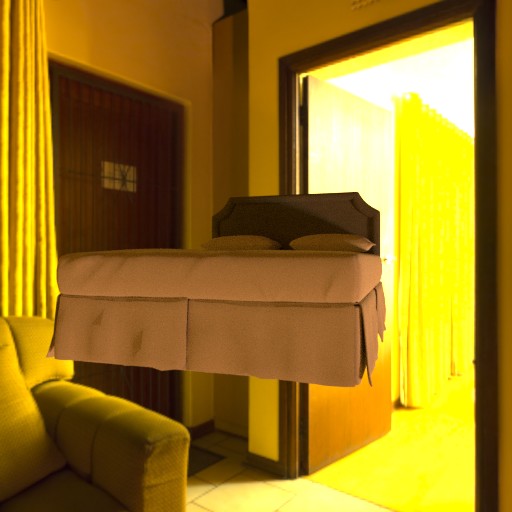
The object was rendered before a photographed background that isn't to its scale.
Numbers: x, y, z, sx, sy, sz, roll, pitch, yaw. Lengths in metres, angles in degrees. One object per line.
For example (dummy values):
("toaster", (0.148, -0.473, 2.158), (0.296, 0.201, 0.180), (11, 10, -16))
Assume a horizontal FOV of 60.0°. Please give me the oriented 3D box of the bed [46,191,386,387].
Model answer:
("bed", (0.000, 0.000, 3.574), (1.977, 1.306, 2.464), (0, 0, 18))
